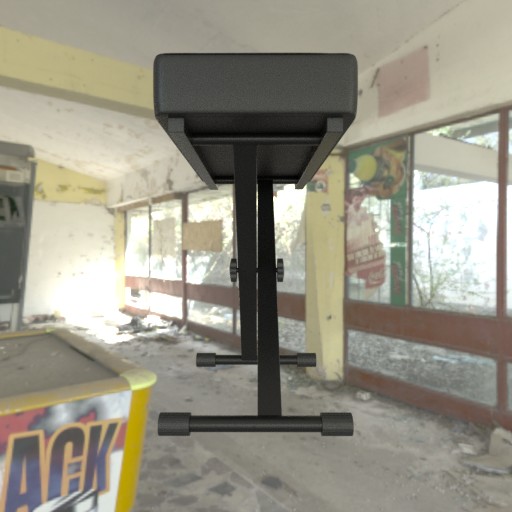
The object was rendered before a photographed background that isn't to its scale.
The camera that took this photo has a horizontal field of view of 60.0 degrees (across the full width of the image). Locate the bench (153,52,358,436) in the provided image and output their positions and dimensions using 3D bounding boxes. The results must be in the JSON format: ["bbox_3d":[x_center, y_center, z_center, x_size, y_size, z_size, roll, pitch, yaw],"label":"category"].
[{"bbox_3d":[0.000,0.000,0.909,0.300,0.561,0.600,0,0,0],"label":"bench"}]
